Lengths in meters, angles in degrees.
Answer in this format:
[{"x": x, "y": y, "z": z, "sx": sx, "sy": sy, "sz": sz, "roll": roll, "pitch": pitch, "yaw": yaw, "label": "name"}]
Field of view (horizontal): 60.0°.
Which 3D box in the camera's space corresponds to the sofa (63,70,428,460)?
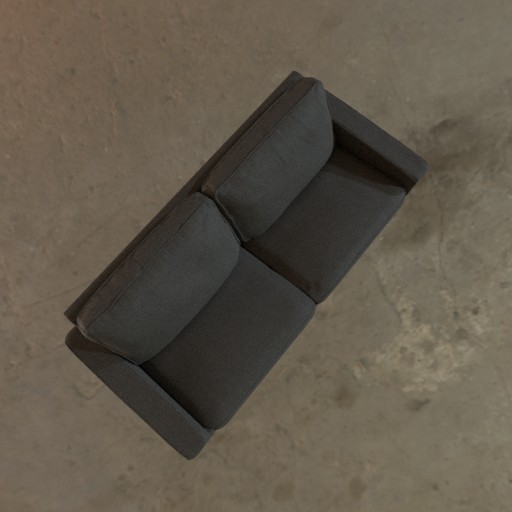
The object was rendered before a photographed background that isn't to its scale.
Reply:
[{"x": 0.000, "y": 0.000, "z": 2.550, "sx": 0.940, "sy": 0.919, "sz": 2.080, "roll": 39, "pitch": 79, "yaw": 9, "label": "sofa"}]
